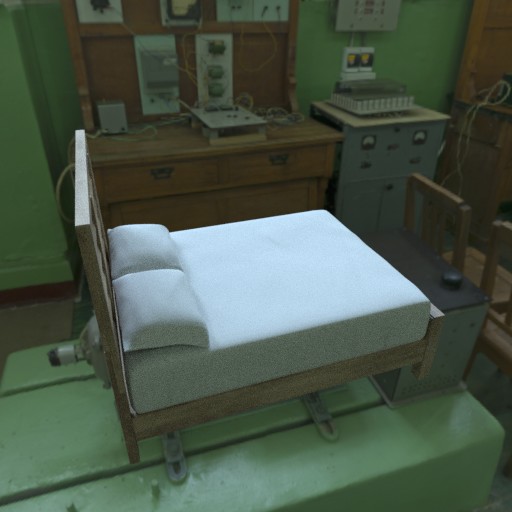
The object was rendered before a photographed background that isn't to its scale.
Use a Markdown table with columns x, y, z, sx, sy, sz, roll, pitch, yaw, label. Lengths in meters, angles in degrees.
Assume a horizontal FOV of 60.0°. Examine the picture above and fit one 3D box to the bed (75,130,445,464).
| x | y | z | sx | sy | sz | roll | pitch | yaw | label |
| --- | --- | --- | --- | --- | --- | --- | --- | --- | --- |
| 0.000 | 0.000 | 3.260 | 2.197 | 1.626 | 1.626 | -10 | 32 | -16 | bed |
